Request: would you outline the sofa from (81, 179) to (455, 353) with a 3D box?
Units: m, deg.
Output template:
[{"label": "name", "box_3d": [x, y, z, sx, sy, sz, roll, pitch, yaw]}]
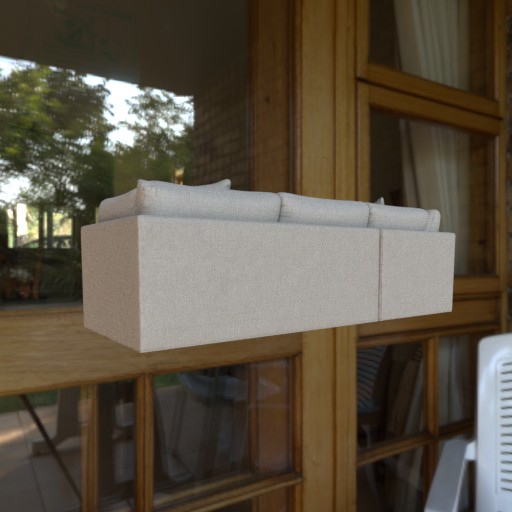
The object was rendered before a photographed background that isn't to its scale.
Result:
[{"label": "sofa", "box_3d": [0.000, 0.000, 3.830, 2.896, 0.978, 1.994, 0, 0, -36]}]
